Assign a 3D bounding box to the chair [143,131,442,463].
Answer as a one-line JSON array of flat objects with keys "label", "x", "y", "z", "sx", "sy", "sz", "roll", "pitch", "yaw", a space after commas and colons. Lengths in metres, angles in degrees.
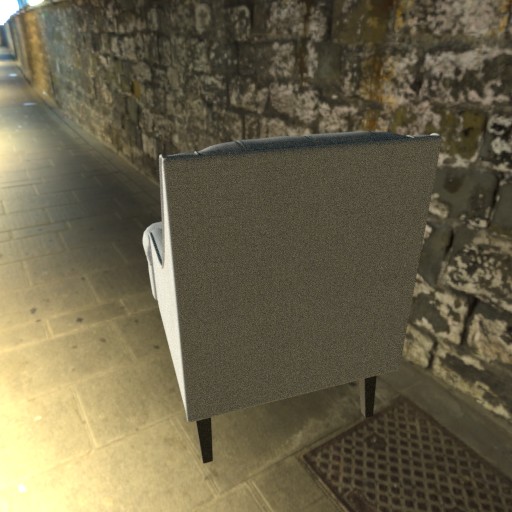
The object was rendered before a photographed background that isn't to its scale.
[{"label": "chair", "x": 0.000, "y": 0.000, "z": 1.422, "sx": 0.658, "sy": 0.891, "sz": 0.772, "roll": -9, "pitch": 28, "yaw": -17}]
